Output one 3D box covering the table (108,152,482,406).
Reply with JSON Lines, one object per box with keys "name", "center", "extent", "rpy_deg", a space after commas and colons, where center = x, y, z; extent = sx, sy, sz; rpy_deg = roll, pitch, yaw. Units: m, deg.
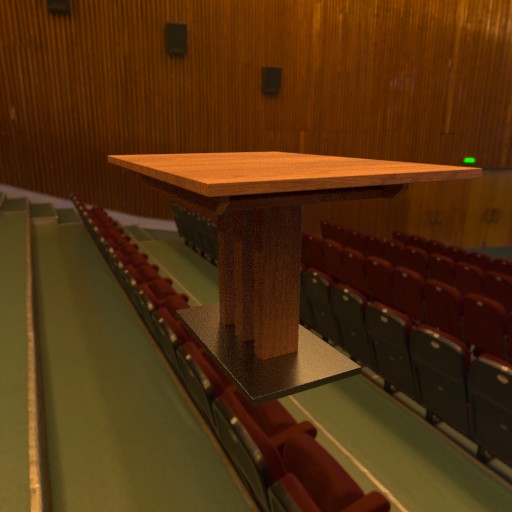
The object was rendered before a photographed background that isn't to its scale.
{"name": "table", "center": [0.000, 0.000, 1.827], "extent": [0.900, 0.770, 1.300], "rpy_deg": [-8, 18, -26]}
